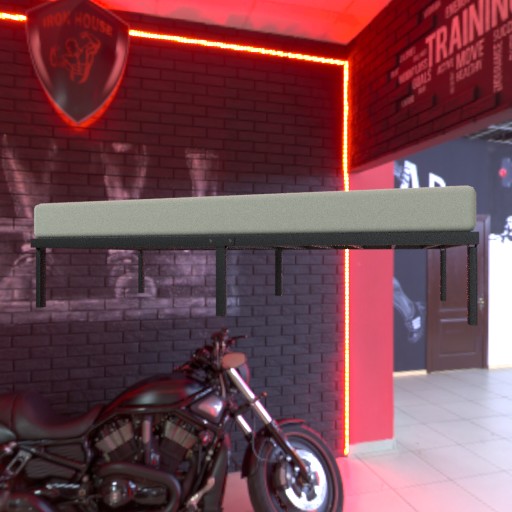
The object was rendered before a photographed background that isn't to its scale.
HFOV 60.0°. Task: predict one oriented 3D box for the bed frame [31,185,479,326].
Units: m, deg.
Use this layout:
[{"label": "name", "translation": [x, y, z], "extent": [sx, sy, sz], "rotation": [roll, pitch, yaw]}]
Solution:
[{"label": "bed frame", "translation": [0.000, 0.000, 3.139], "extent": [2.635, 0.680, 1.393], "rotation": [0, 0, 17]}]
